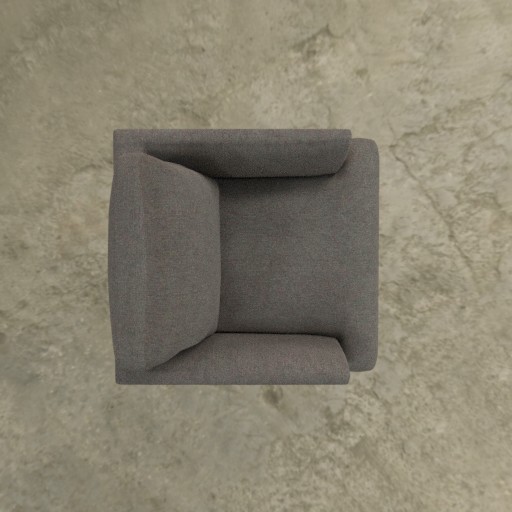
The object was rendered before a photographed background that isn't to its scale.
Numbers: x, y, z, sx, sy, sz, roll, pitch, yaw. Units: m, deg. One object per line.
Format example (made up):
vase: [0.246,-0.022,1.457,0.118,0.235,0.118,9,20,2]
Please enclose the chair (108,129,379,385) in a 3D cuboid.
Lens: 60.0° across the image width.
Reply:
chair: [0.000,0.000,1.610,0.899,0.957,0.858,0,92,0]
